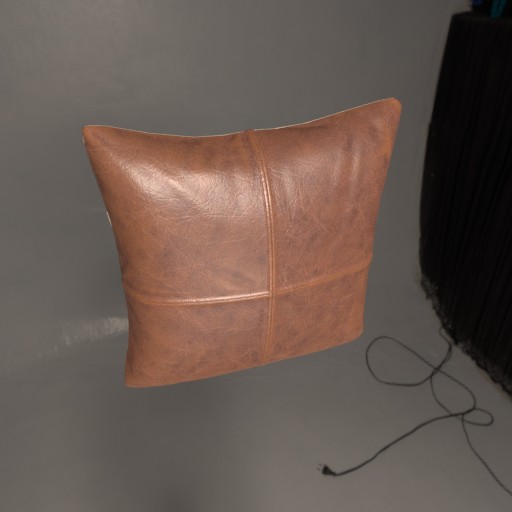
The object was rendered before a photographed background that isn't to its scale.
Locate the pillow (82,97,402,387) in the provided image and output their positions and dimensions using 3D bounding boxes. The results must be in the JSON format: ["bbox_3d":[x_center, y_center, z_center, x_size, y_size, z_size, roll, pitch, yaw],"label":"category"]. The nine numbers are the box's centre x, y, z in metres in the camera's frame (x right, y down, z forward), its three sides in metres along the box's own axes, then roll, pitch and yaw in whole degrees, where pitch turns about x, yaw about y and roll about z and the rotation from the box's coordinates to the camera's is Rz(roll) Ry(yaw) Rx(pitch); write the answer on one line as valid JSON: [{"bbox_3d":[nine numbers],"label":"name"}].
[{"bbox_3d":[0.000,0.000,0.732,0.484,0.470,0.192,-10,32,-16],"label":"pillow"}]
